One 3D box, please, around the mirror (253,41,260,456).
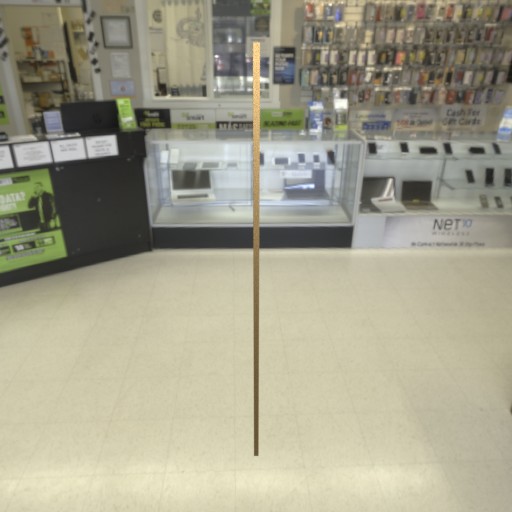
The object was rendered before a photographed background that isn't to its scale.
[{"bbox_3d":[0.000,0.000,2.336,0.025,2.031,0.812,0,26,0],"label":"mirror"}]
